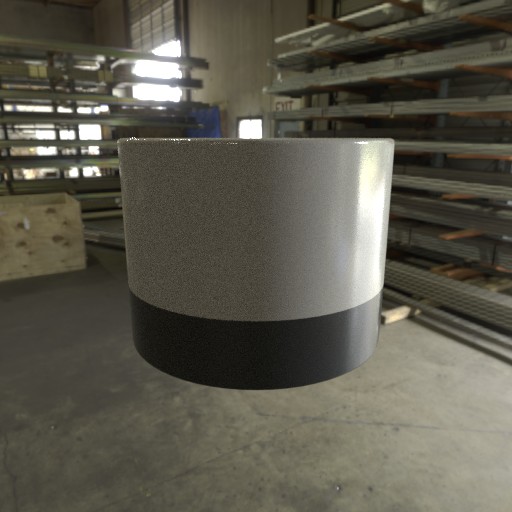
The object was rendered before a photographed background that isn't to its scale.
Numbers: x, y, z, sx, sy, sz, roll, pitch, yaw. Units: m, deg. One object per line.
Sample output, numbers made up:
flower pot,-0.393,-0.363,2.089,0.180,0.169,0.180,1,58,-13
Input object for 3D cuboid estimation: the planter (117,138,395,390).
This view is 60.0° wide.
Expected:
planter,0.000,0.000,0.345,0.193,0.177,0.193,0,15,0
